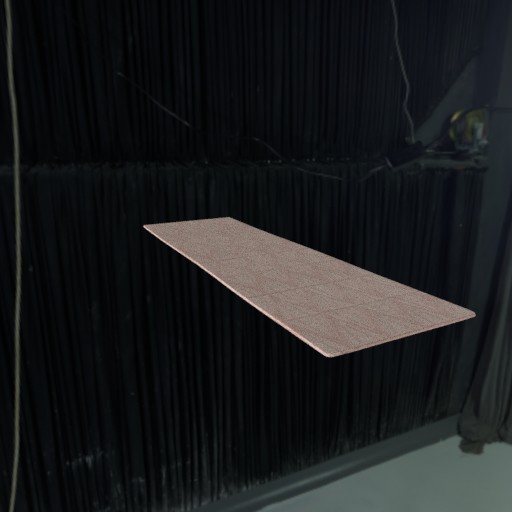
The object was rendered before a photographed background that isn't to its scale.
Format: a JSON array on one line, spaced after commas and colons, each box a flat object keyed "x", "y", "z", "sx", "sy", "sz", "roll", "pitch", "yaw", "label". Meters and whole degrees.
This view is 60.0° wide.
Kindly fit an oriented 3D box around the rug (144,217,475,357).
[{"x": 0.000, "y": 0.000, "z": 2.669, "sx": 0.760, "sy": 0.015, "sz": 2.435, "roll": -8, "pitch": 17, "yaw": -27, "label": "rug"}]
